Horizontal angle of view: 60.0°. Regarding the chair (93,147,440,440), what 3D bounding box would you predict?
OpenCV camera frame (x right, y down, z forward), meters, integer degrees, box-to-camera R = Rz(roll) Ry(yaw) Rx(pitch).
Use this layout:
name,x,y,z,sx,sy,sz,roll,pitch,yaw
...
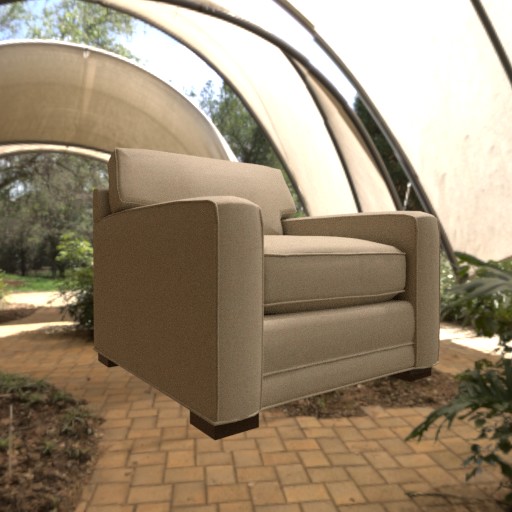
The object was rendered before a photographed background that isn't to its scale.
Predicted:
name,x,y,z,sx,sy,sz,roll,pitch,yaw
chair,0.000,0.000,1.788,0.998,0.913,1.043,-1,1,-36
